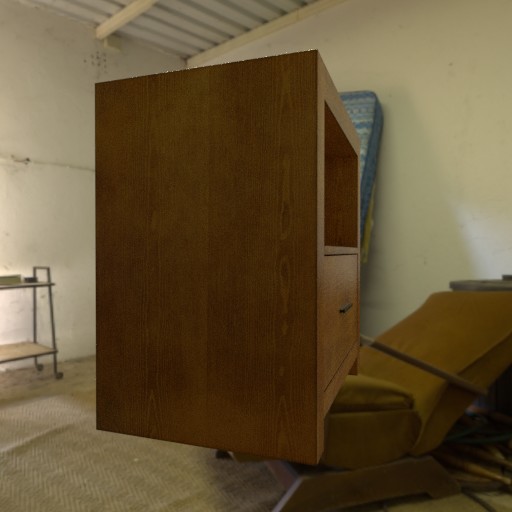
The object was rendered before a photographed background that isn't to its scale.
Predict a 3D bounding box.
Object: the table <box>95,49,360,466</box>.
[{"bbox_3d":[0.000,0.000,0.966,0.400,0.605,0.550,0,1,20],"label":"table"}]
